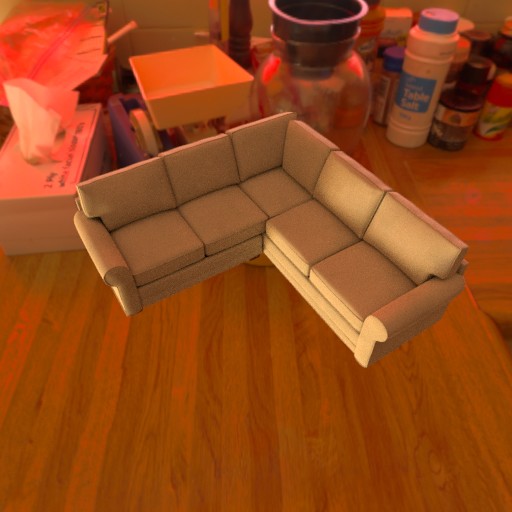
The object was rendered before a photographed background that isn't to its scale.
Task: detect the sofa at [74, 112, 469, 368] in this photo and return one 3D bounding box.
[{"bbox_3d":[0.000,0.000,3.918,2.487,1.053,2.562,-25,51,-22],"label":"sofa"}]
